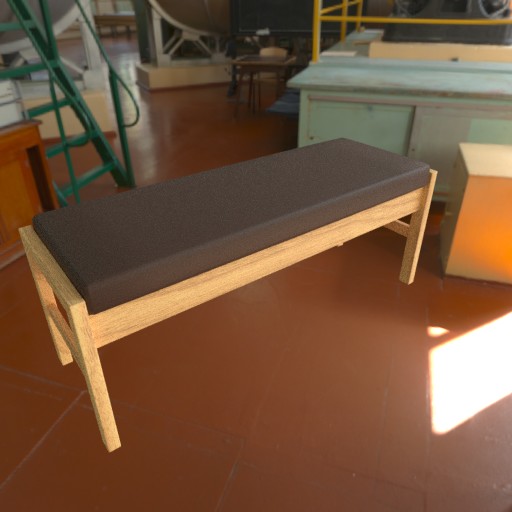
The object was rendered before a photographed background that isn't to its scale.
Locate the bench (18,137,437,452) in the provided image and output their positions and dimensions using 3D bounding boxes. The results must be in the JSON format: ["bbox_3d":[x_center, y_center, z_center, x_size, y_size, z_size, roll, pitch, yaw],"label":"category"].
[{"bbox_3d":[0.000,0.000,1.396,1.200,0.480,0.405,-22,37,-31],"label":"bench"}]
